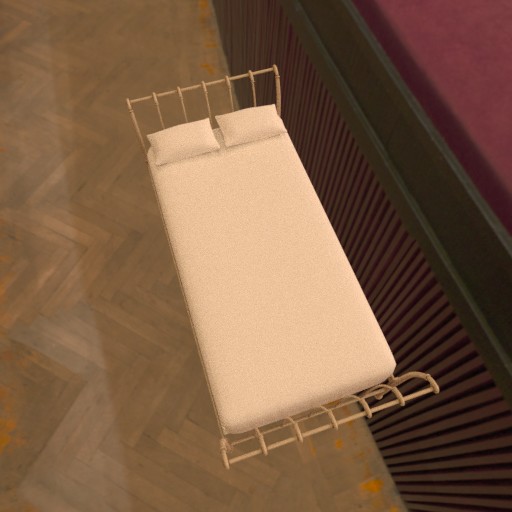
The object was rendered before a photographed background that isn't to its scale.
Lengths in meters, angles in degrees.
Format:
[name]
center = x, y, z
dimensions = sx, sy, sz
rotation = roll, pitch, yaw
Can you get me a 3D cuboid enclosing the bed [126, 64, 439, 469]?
[bed]
center = 0.000, 0.000, 2.767
dimensions = 1.032, 0.873, 2.228
rotation = -16, 64, -8
